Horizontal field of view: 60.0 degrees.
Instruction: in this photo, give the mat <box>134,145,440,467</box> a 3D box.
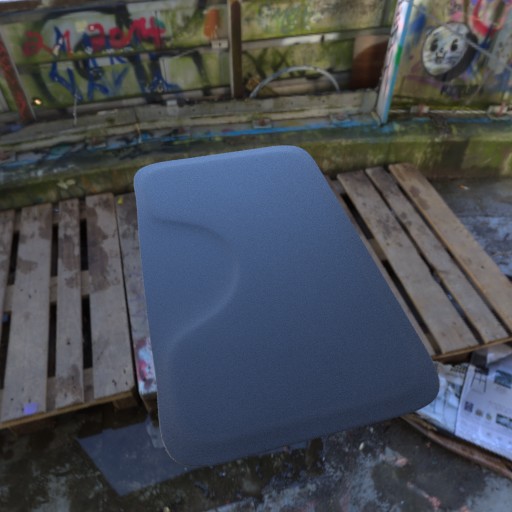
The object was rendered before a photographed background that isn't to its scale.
[{"bbox_3d":[0.000,0.000,1.816,0.918,0.013,1.524,-11,48,-10],"label":"mat"}]
